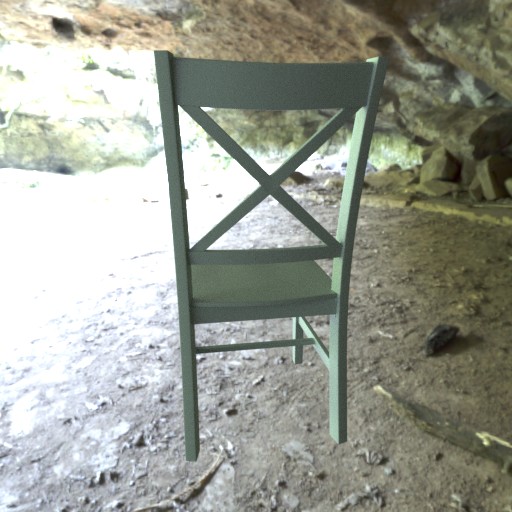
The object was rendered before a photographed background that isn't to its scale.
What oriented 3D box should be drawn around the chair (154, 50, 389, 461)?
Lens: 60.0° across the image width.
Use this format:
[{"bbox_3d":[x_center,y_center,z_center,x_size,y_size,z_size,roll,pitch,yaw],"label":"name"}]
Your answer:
[{"bbox_3d":[0.000,0.000,1.260,0.485,0.983,0.542,-3,16,-9],"label":"chair"}]
